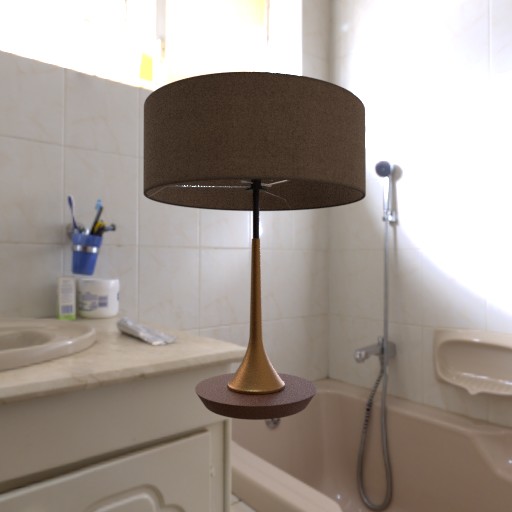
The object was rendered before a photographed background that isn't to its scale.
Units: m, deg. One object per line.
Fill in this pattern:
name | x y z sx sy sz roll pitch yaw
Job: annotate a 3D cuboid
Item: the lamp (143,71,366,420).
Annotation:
lamp | 0.000 0.000 0.840 0.417 0.551 0.396 1 -1 -37
